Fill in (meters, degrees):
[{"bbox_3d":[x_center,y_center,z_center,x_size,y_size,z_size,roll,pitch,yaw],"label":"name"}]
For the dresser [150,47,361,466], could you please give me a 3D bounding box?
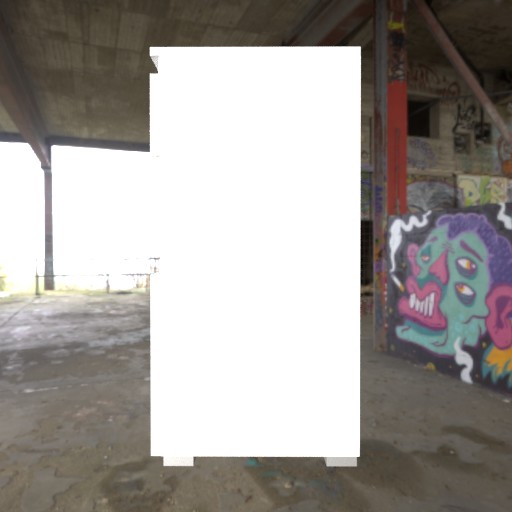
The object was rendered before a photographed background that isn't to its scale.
[{"bbox_3d":[0.000,0.000,1.169,0.400,0.800,0.650,0,1,0],"label":"dresser"}]
